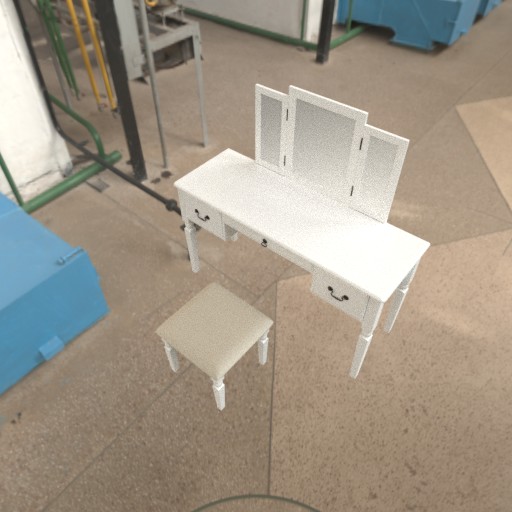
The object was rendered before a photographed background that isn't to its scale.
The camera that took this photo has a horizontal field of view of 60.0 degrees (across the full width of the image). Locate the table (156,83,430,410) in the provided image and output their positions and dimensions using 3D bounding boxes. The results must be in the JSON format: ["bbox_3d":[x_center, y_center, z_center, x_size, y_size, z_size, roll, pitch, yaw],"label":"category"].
[{"bbox_3d":[0.000,0.000,2.304,1.369,1.310,1.115,31,53,26],"label":"table"}]
